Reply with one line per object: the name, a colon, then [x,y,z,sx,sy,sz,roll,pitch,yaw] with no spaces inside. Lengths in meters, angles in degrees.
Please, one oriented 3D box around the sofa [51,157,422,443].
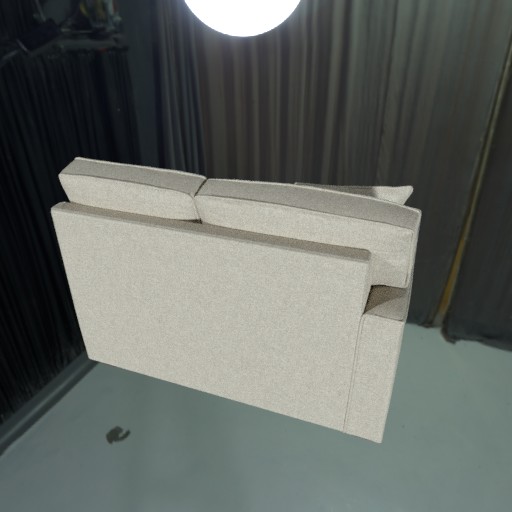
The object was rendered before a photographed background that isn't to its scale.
sofa: [0.000,0.000,2.069,1.388,0.989,0.991,10,31,18]
